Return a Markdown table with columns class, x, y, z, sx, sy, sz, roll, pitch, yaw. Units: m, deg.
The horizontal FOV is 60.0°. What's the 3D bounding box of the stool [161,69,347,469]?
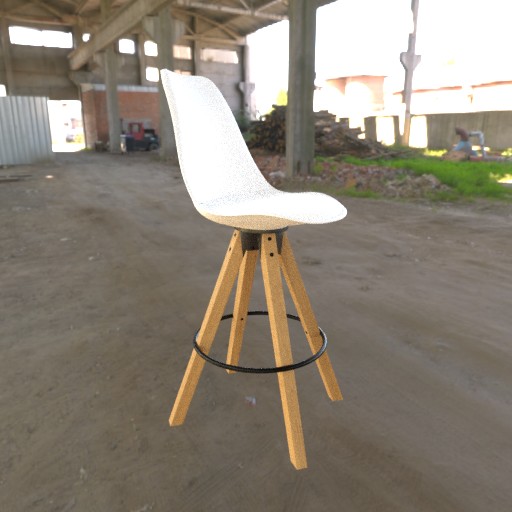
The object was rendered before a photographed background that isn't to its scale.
| class | x | y | z | sx | sy | sz | roll | pitch | yaw |
| --- | --- | --- | --- | --- | --- | --- | --- | --- | --- |
| stool | 0.000 | 0.000 | 1.411 | 0.549 | 1.115 | 0.482 | 7 | 17 | 25 |
